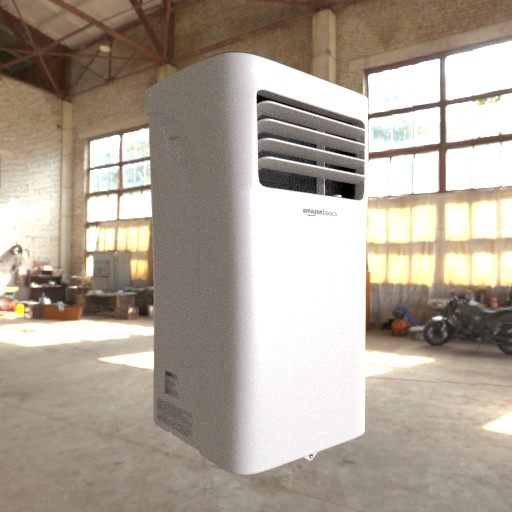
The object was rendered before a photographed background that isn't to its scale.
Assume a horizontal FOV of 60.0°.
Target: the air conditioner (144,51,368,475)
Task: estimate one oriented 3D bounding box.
[{"bbox_3d":[0.000,0.000,0.901,0.352,0.716,0.369,1,-2,-38],"label":"air conditioner"}]
